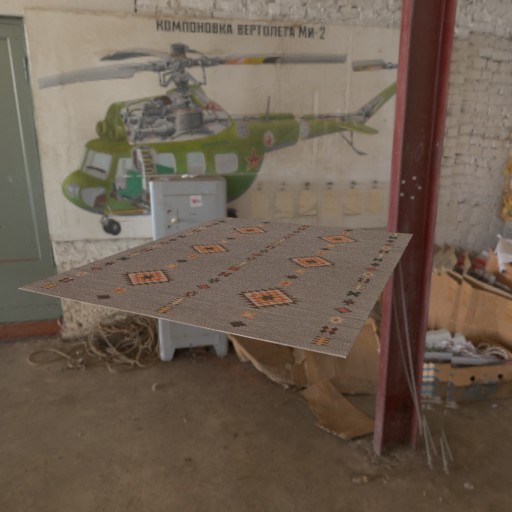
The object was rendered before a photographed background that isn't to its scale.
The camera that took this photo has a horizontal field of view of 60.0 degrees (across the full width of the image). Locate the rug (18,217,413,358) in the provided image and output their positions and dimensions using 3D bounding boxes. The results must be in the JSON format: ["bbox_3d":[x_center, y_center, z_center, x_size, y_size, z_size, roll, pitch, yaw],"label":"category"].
[{"bbox_3d":[0.000,0.000,4.070,2.425,0.008,3.035,7,17,24],"label":"rug"}]
